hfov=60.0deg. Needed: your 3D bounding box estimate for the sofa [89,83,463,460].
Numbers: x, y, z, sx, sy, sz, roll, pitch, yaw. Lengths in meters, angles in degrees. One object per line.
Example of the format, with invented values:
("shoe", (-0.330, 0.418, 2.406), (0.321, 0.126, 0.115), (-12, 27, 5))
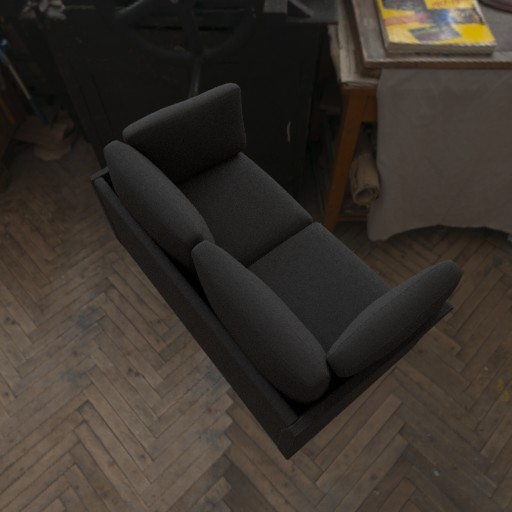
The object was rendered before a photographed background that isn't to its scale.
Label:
("sofa", (0.000, 0.000, 2.385), (0.969, 0.920, 1.751), (-34, 63, -20))
